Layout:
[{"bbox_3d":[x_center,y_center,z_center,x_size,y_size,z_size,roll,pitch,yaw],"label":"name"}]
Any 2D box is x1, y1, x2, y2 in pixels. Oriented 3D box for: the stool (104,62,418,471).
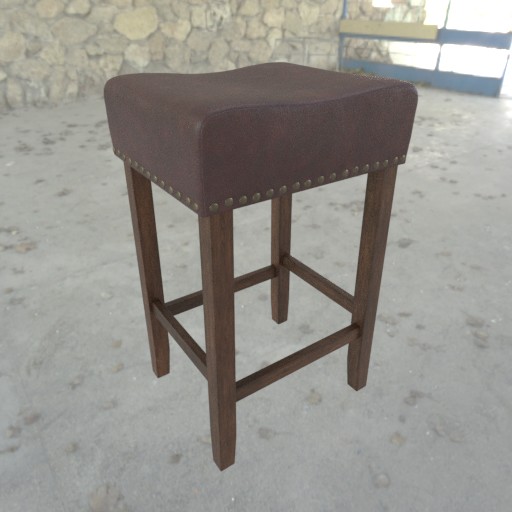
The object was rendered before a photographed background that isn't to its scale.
[{"bbox_3d":[0.000,0.000,1.016,0.465,0.769,0.401,-19,35,-30],"label":"stool"}]
